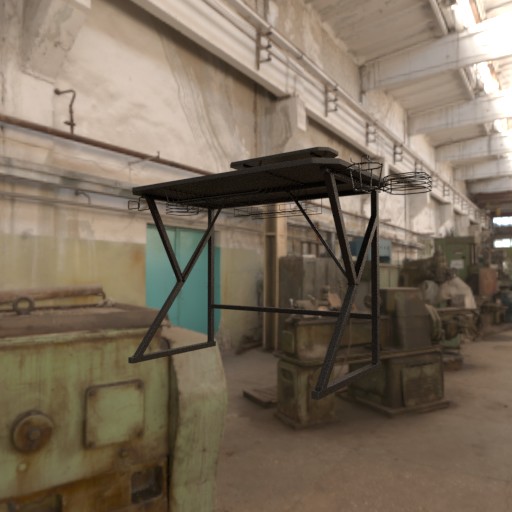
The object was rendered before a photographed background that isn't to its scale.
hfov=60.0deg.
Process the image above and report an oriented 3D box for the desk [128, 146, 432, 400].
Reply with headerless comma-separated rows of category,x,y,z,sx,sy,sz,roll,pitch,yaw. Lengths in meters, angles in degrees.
desk,0.000,0.000,1.812,1.290,0.880,0.580,-1,-2,36
